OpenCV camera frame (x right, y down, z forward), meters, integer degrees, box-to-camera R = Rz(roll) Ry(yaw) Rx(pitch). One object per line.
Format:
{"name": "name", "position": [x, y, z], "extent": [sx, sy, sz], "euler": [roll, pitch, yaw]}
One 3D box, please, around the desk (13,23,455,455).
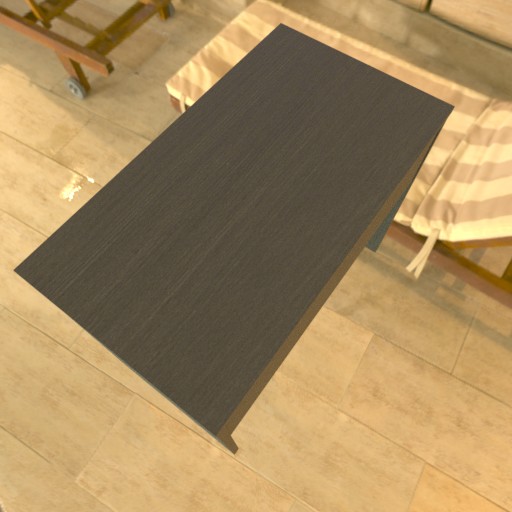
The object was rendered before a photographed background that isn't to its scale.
{"name": "desk", "position": [0.000, 0.000, 1.267], "extent": [0.498, 0.724, 0.893], "euler": [34, 68, 15]}
